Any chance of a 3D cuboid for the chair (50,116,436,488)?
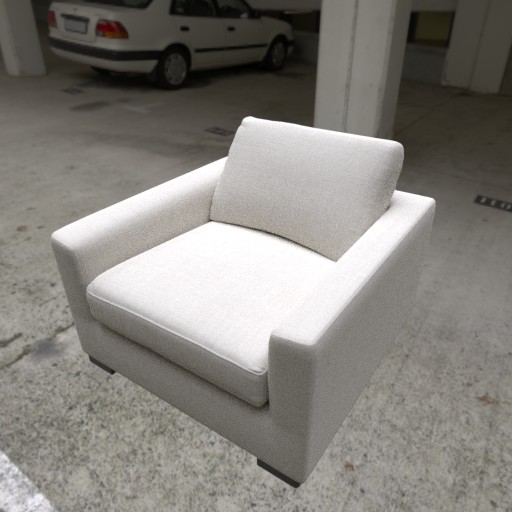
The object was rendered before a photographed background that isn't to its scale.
[{"bbox_3d":[0.000,0.000,1.778,1.070,0.876,1.100,19,35,29],"label":"chair"}]
